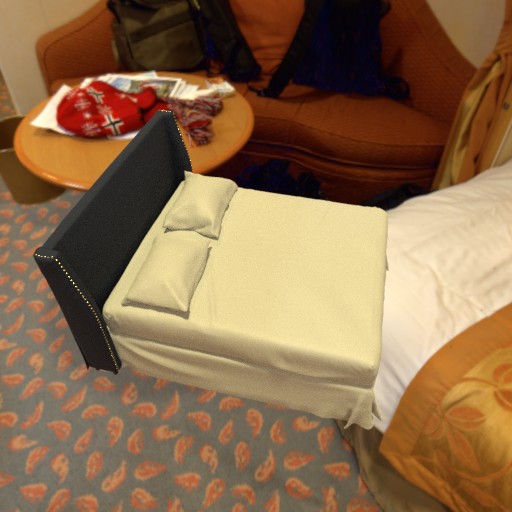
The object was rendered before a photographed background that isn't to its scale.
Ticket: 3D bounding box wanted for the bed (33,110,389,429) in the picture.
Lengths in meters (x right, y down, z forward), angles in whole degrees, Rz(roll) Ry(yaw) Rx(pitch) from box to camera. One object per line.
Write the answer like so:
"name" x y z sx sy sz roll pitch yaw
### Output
"bed" 0.000 0.000 3.519 2.276 1.332 1.925 10 46 10
